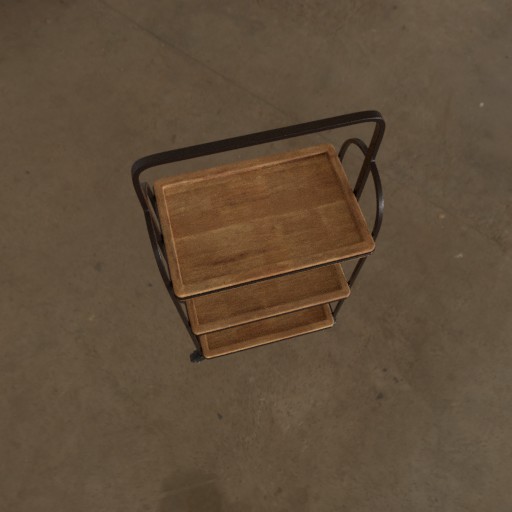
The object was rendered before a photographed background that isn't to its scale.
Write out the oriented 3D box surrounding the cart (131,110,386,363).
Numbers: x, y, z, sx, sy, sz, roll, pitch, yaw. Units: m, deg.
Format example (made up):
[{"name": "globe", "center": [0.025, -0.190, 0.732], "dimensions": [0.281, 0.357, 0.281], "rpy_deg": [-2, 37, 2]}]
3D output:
[{"name": "cart", "center": [0.000, 0.000, 1.251], "dimensions": [0.553, 1.001, 0.327], "rpy_deg": [-13, 65, -6]}]
